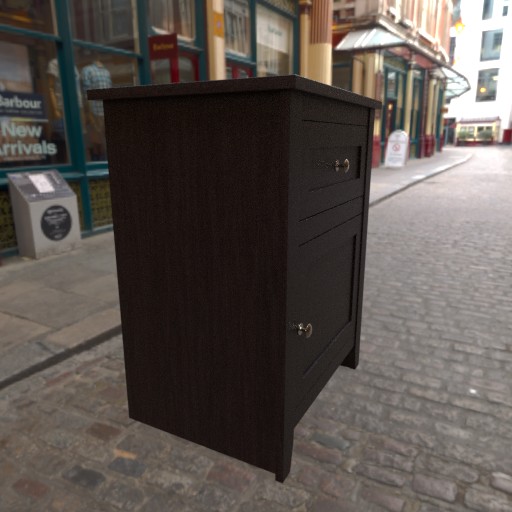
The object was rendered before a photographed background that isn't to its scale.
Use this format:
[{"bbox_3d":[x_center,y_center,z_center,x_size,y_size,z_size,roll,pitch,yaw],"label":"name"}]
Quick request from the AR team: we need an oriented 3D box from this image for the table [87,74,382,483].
[{"bbox_3d":[0.000,0.000,0.933,0.381,0.635,0.480,8,17,27],"label":"table"}]
